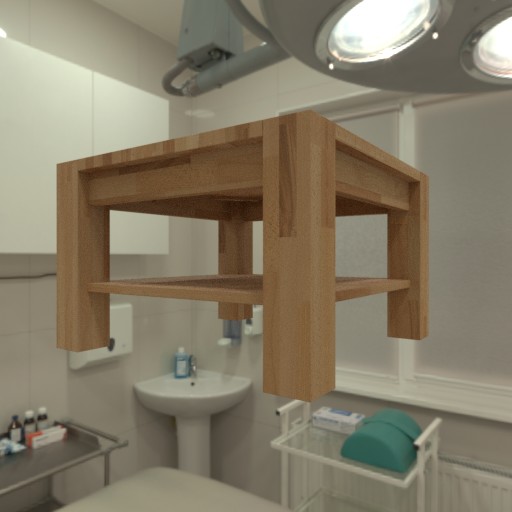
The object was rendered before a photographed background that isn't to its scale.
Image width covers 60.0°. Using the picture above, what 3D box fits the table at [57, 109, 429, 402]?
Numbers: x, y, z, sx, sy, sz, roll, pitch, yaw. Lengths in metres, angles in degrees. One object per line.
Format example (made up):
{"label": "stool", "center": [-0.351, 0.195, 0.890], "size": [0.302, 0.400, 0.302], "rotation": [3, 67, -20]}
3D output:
{"label": "table", "center": [0.000, 0.000, 1.167], "size": [0.700, 0.451, 0.700], "rotation": [0, 0, 35]}
